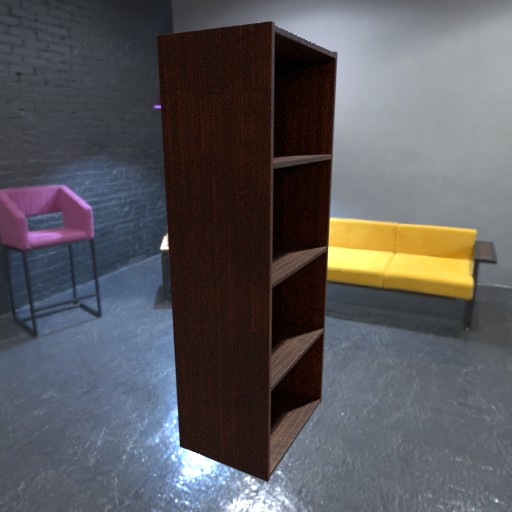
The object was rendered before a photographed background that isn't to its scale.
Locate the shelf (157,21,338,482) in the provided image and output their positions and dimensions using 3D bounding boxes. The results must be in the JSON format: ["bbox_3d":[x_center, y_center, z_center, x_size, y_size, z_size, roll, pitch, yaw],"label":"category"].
[{"bbox_3d":[0.000,0.000,1.259,0.290,1.099,0.415,8,18,27],"label":"shelf"}]
